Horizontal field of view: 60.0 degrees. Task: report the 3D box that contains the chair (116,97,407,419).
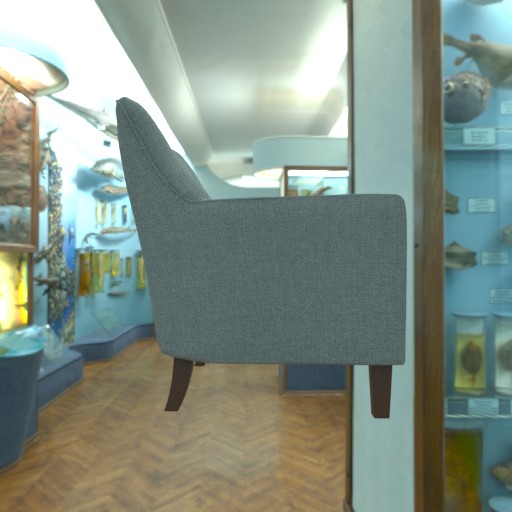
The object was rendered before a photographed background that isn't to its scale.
[{"bbox_3d":[0.000,0.000,1.819,0.993,1.047,0.887,0,0,1],"label":"chair"}]
